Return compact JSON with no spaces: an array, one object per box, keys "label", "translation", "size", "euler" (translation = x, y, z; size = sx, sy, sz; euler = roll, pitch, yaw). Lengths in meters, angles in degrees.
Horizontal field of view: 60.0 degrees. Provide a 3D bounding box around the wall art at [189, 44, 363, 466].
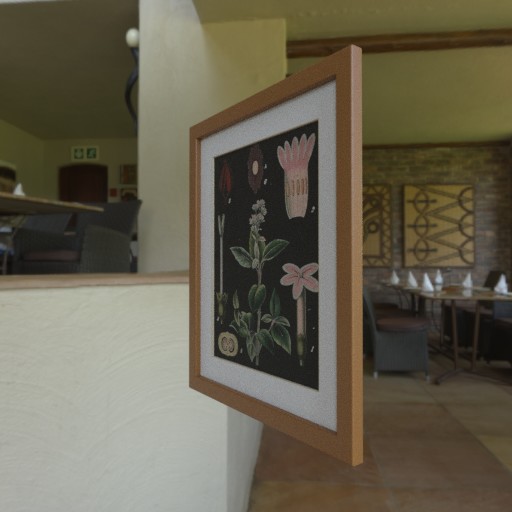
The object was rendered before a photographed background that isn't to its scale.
[{"label":"wall art","translation":[0.000,0.000,0.762],"size":[0.021,0.550,0.449],"euler":[1,-1,-36]}]
